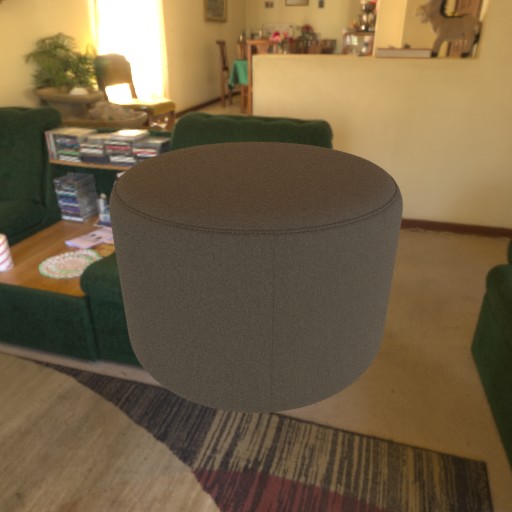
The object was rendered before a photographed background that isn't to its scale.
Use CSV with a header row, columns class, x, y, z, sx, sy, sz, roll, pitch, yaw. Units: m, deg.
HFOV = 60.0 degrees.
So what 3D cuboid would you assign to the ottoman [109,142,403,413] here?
class,x,y,z,sx,sy,sz,roll,pitch,yaw
ottoman,0.000,0.000,1.021,0.608,0.433,0.608,0,27,0
